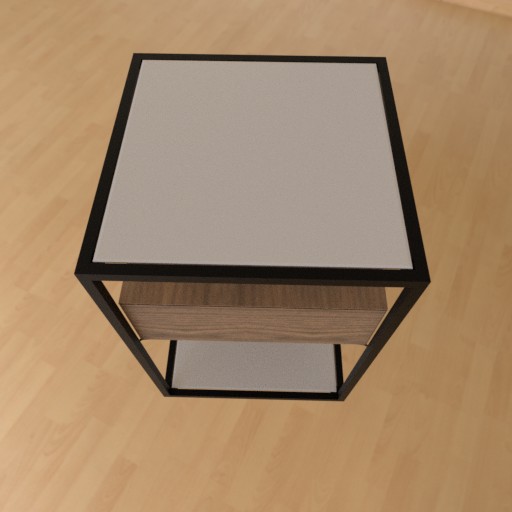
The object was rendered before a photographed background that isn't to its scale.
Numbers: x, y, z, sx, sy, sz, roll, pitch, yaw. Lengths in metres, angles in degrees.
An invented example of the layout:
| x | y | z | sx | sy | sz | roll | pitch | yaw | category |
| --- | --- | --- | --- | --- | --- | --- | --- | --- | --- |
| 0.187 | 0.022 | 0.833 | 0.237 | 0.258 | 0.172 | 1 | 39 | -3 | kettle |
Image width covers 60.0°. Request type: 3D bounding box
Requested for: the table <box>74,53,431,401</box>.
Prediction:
| x | y | z | sx | sy | sz | roll | pitch | yaw | category |
| --- | --- | --- | --- | --- | --- | --- | --- | --- | --- |
| 0.000 | 0.000 | 0.797 | 0.378 | 0.540 | 0.378 | 1 | 59 | 1 | table |
